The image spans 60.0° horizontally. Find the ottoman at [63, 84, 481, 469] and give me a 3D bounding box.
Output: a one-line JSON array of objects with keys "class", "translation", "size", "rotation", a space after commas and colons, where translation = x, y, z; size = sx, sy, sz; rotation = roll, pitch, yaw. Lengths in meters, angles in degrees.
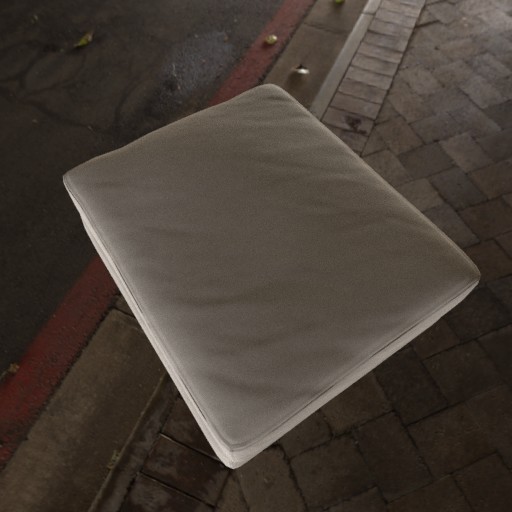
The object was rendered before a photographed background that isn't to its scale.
[{"class": "ottoman", "translation": [0.000, 0.000, 1.440], "size": [0.836, 0.492, 1.002], "rotation": [-30, 63, -17]}]
